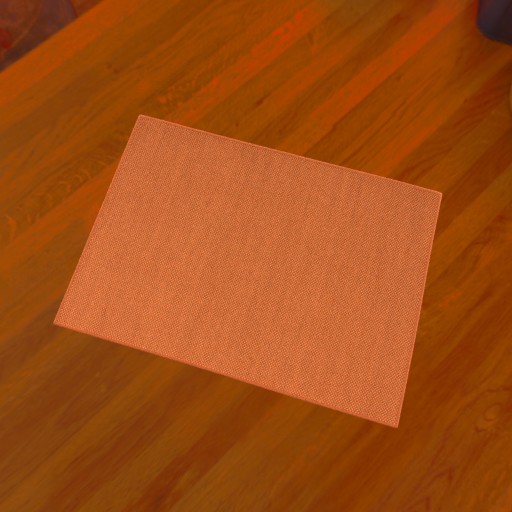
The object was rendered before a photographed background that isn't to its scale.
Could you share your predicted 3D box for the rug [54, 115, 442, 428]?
[{"bbox_3d":[0.000,0.000,2.817,2.134,0.013,1.524,16,75,4],"label":"rug"}]
